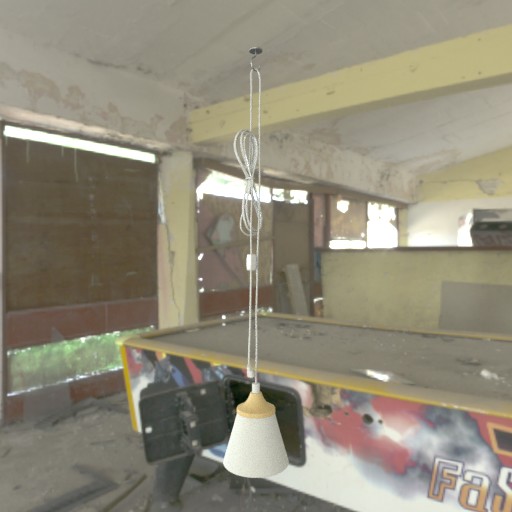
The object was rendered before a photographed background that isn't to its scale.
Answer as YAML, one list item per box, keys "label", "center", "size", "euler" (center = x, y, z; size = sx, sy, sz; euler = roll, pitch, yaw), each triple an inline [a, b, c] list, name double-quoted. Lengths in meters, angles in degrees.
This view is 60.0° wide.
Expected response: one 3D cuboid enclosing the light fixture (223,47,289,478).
- label: "light fixture"
  center: [0.000, 0.000, 1.041]
  size: [0.153, 0.966, 0.153]
  euler: [0, 0, -17]
